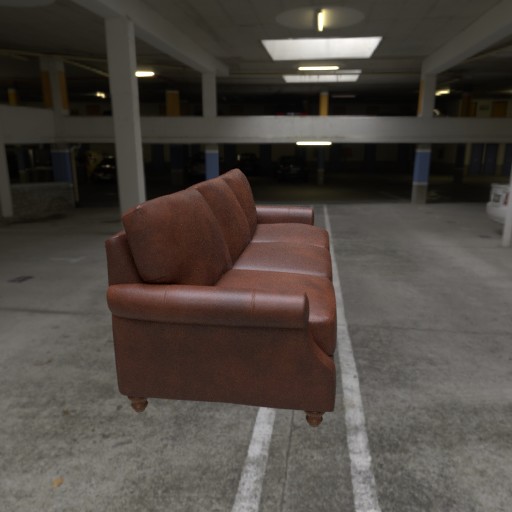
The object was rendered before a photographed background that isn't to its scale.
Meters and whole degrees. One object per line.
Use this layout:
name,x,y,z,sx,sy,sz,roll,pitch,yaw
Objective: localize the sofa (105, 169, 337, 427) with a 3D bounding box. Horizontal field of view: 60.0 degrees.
sofa,0.000,0.000,2.843,0.973,0.977,2.351,2,15,7
